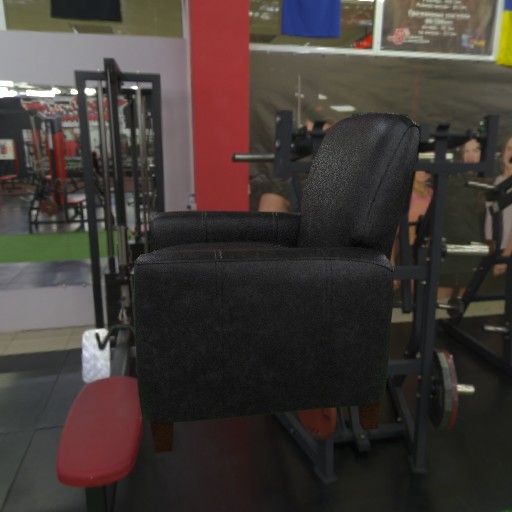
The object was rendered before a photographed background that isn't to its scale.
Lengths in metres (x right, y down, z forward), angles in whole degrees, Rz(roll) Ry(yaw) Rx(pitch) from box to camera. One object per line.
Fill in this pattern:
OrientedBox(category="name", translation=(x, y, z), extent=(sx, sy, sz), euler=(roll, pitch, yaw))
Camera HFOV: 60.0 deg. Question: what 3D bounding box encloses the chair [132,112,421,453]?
OrientedBox(category="chair", translation=(0.000, 0.000, 1.630), extent=(0.864, 1.014, 0.848), euler=(-2, 15, -9))
